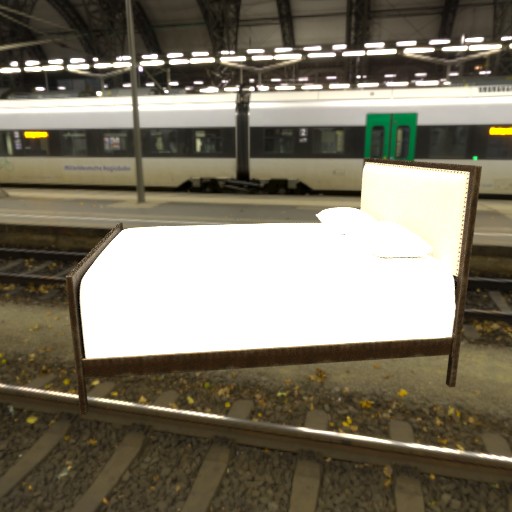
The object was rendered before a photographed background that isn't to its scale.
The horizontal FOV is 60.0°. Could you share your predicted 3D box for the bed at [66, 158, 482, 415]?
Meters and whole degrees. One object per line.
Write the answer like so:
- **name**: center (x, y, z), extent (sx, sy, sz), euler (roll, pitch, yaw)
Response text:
- **bed**: center (0.000, 0.000, 3.154), extent (2.221, 1.313, 1.607), euler (-2, 14, -7)
